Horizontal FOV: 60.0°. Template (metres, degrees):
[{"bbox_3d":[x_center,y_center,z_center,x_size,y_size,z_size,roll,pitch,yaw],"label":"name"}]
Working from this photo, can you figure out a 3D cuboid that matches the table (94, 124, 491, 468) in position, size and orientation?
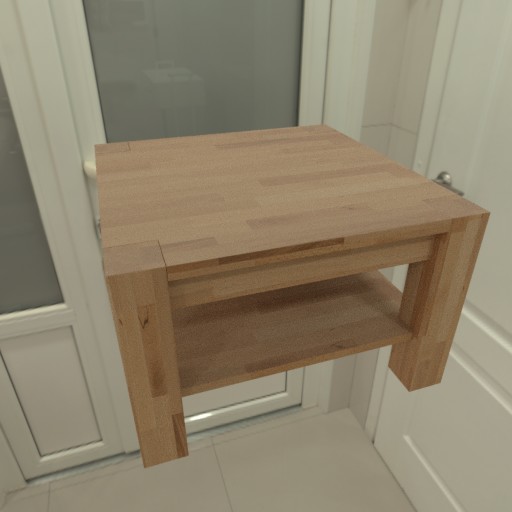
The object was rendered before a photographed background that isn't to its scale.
[{"bbox_3d":[0.000,0.000,1.140,0.700,0.451,0.700,-10,32,-16],"label":"table"}]
